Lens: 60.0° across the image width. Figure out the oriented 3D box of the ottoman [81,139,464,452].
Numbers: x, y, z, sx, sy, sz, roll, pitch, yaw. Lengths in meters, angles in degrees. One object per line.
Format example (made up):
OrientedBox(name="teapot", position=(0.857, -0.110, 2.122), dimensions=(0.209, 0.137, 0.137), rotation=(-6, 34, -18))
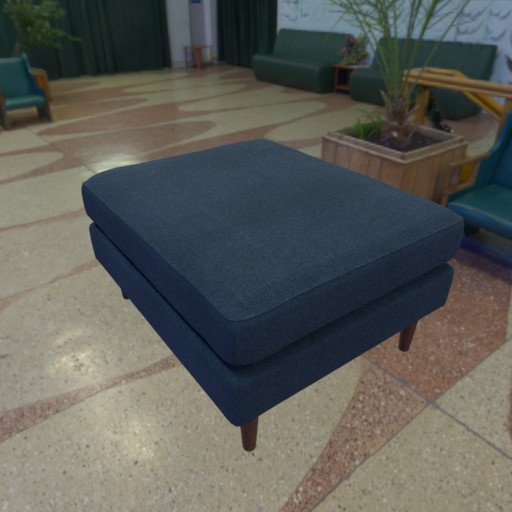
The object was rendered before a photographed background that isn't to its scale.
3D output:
OrientedBox(name="ottoman", position=(0.000, 0.000, 1.262), dimensions=(0.693, 0.474, 0.821), rotation=(-20, 36, -30))
